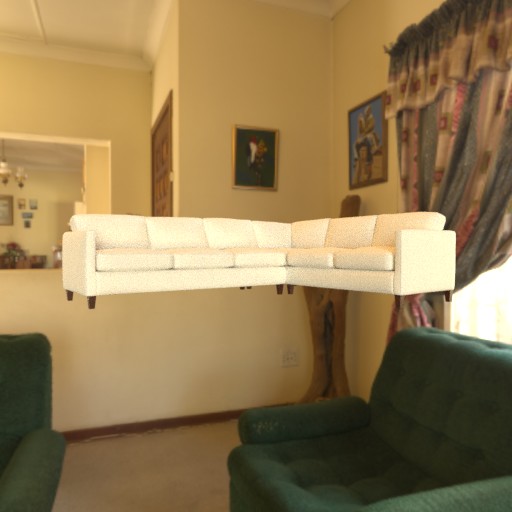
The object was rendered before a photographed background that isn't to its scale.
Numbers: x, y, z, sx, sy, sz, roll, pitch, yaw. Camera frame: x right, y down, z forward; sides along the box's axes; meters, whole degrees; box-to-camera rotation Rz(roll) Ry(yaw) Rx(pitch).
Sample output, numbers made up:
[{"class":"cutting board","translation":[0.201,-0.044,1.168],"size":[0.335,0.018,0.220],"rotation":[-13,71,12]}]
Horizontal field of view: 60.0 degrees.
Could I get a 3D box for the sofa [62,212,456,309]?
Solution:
[{"class":"sofa","translation":[0.000,0.000,4.637],"size":[3.302,0.947,2.593],"rotation":[-1,1,-36]}]
